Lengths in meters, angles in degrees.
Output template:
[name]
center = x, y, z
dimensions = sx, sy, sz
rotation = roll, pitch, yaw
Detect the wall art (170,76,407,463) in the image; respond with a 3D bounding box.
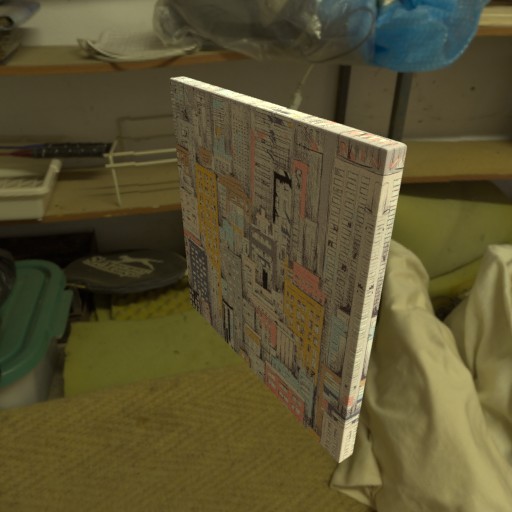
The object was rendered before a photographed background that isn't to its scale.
[wall art]
center = 0.000, 0.000, 0.906
dimensions = 0.038, 0.608, 0.607
rotation = -20, 36, -29
